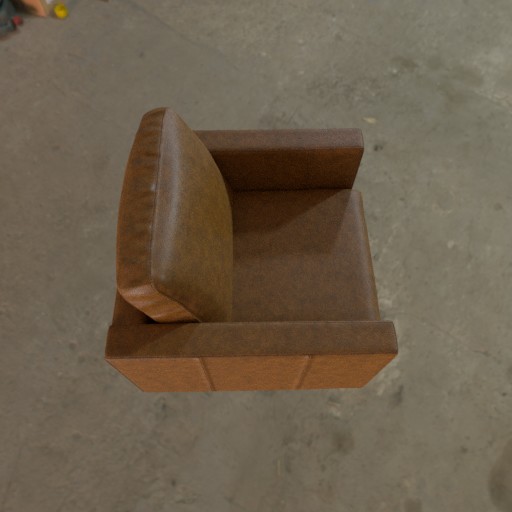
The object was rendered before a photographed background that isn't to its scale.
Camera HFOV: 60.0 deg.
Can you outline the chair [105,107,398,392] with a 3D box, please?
[{"bbox_3d":[0.000,0.000,1.690,0.909,0.956,0.890,-1,63,0],"label":"chair"}]
